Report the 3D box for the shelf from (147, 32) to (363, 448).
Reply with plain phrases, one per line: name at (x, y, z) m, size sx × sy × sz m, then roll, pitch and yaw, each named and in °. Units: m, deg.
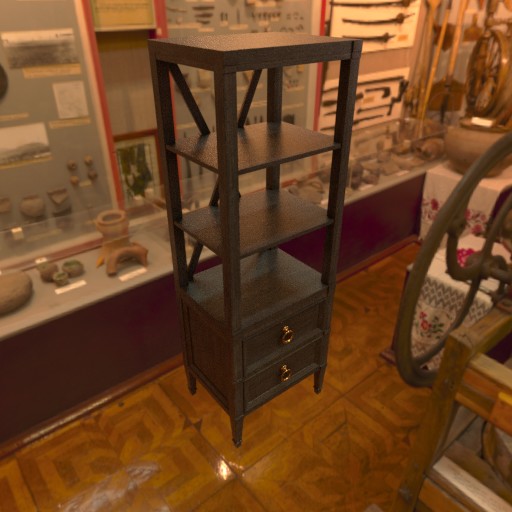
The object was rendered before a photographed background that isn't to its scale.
shelf at (0.000, 0.000, 1.962) m, size 0.584 × 1.727 × 0.472 m, roll -22°, pitch 37°, yaw -32°
